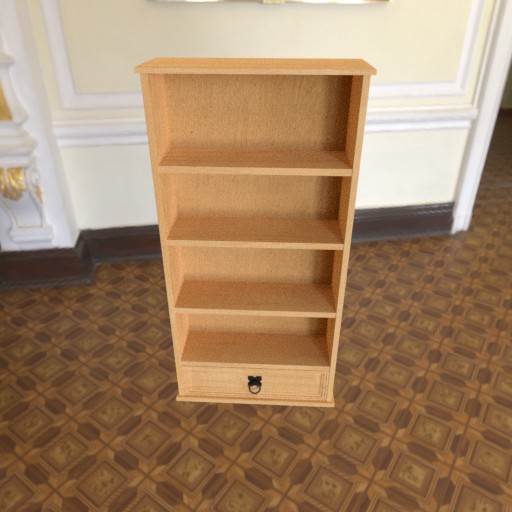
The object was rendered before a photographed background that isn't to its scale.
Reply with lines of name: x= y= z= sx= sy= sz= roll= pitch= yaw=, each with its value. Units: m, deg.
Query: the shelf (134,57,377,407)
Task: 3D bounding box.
shelf: x=0.000 y=0.000 z=1.277 sx=0.520 sy=1.030 sz=0.175 roll=2 pitch=30 yaw=3
